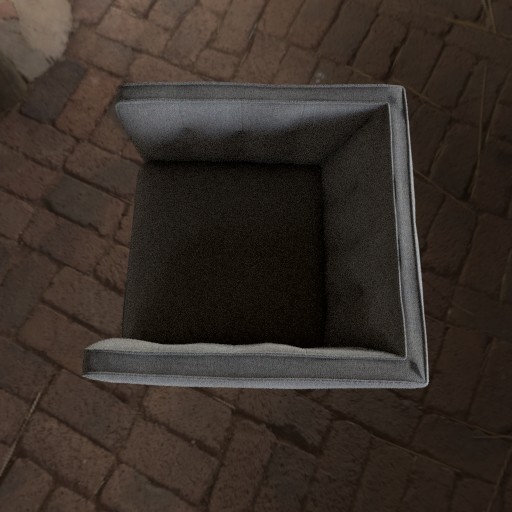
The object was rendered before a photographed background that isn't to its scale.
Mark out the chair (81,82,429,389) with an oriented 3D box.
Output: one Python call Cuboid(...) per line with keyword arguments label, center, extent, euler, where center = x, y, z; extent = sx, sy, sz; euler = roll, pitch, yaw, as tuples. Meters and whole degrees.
Cuboid(label="chair", center=(0.000, 0.000, 1.614), extent=(0.912, 0.799, 0.920), euler=(1, 74, 0))
